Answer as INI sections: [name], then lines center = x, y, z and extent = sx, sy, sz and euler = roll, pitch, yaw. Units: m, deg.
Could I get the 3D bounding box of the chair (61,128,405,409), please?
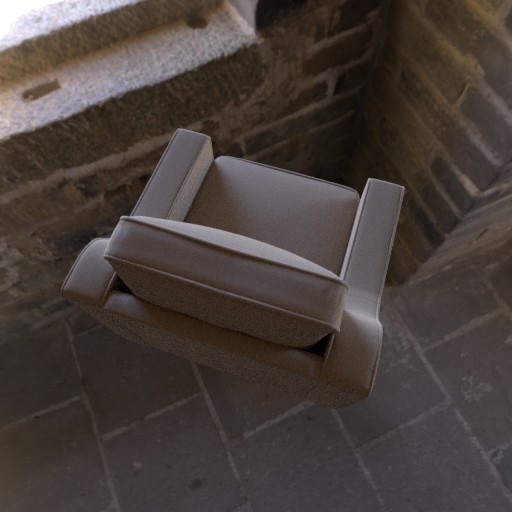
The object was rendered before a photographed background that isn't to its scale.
[chair]
center = 0.000, 0.000, 1.670
extent = 0.922, 0.948, 0.882
euler = 16, 65, 8
